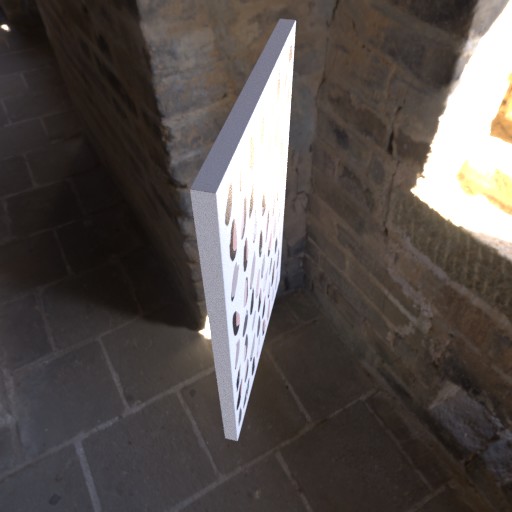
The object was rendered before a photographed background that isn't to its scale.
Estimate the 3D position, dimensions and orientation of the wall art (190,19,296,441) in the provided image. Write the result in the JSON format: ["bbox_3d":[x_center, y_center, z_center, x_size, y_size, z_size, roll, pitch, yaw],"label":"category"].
[{"bbox_3d":[0.000,0.000,0.748,0.025,0.608,0.405,10,49,9],"label":"wall art"}]
